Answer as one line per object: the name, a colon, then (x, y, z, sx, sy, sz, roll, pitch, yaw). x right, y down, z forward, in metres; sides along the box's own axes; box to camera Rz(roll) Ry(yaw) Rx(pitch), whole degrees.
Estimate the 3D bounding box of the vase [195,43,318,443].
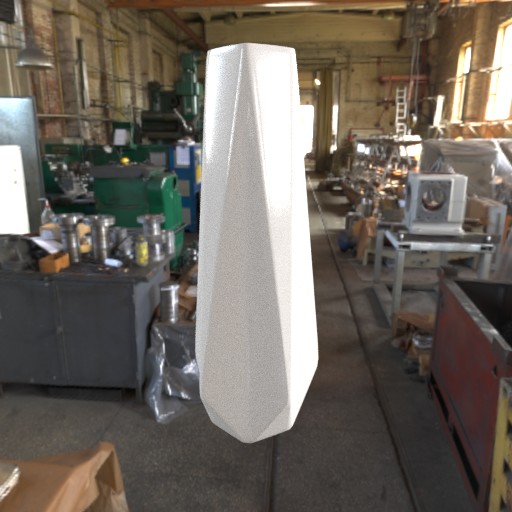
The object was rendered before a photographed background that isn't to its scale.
vase: (0.000, 0.000, 0.386, 0.122, 0.329, 0.116, -8, 17, -27)
